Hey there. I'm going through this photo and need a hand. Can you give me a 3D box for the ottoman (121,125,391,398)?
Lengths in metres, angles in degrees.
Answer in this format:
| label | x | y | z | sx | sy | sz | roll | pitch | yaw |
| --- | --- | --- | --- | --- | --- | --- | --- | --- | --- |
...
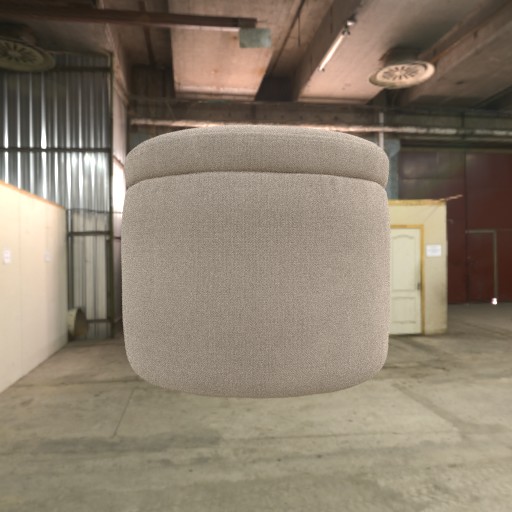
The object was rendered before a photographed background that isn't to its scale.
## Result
| label | x | y | z | sx | sy | sz | roll | pitch | yaw |
| --- | --- | --- | --- | --- | --- | --- | --- | --- | --- |
| ottoman | 0.000 | 0.000 | 0.857 | 0.497 | 0.409 | 0.497 | 0 | 1 | 0 |
